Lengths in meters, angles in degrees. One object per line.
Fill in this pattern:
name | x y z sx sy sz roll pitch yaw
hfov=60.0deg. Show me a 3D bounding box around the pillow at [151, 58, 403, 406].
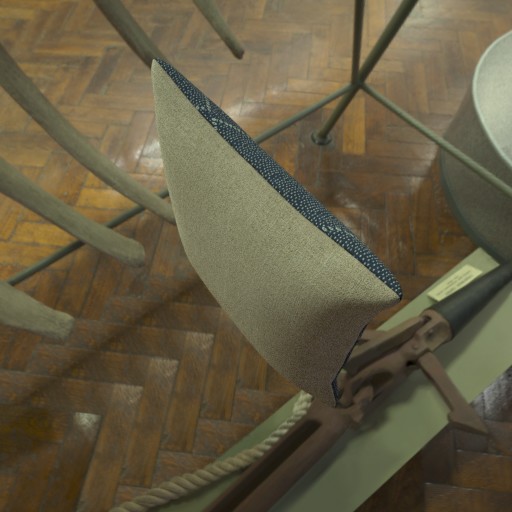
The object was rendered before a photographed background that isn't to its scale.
pillow | 0.000 0.000 0.662 0.148 0.428 0.435 -33 64 -18
